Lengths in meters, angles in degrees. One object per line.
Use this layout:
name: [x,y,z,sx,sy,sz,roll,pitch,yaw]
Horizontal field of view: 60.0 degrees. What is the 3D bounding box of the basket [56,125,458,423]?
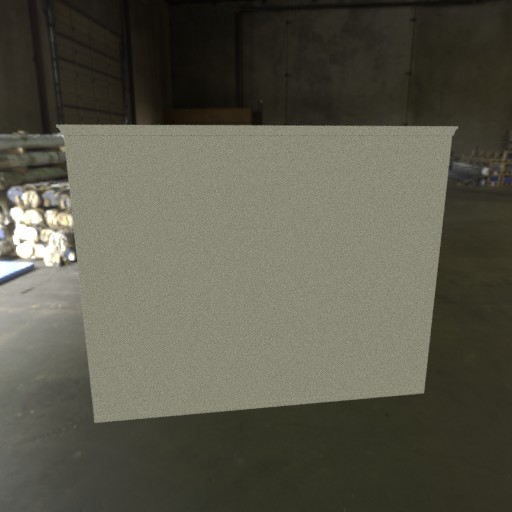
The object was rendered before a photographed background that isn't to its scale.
basket: [0.000,0.000,1.124,0.792,0.625,0.376,-2,15,-8]
